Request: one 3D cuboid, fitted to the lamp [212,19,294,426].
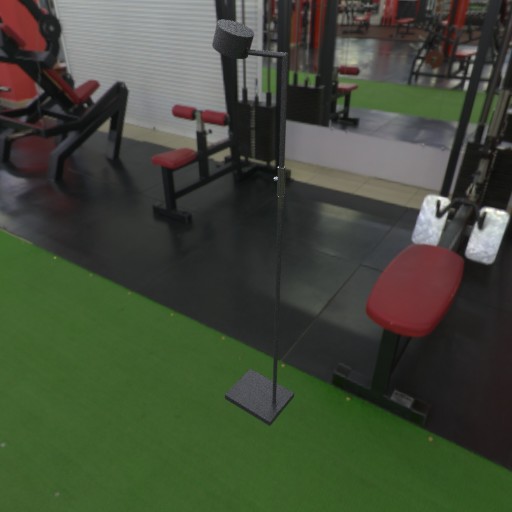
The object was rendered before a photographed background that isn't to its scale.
[{"bbox_3d":[0.000,0.000,1.708,0.304,1.600,0.203,21,38,30],"label":"lamp"}]
